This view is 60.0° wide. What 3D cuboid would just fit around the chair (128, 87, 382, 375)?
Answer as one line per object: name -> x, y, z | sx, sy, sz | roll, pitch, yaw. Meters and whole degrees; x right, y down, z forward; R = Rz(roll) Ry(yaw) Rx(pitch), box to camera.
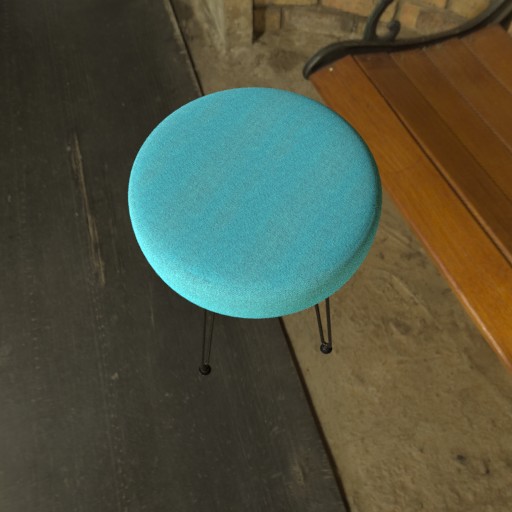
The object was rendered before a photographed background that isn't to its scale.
chair -> 0.000, 0.000, 0.698 | 0.350, 0.440, 0.350 | 32, 68, 15
